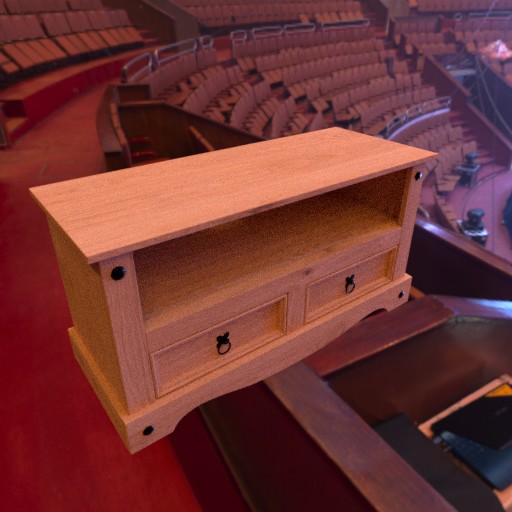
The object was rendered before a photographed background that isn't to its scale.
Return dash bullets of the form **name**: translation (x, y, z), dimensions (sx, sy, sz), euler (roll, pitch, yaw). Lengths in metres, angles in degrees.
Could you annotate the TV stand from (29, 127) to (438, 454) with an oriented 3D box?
- **TV stand**: translation (0.000, 0.000, 1.360), dimensions (1.080, 0.550, 0.440), euler (-20, 35, -31)
